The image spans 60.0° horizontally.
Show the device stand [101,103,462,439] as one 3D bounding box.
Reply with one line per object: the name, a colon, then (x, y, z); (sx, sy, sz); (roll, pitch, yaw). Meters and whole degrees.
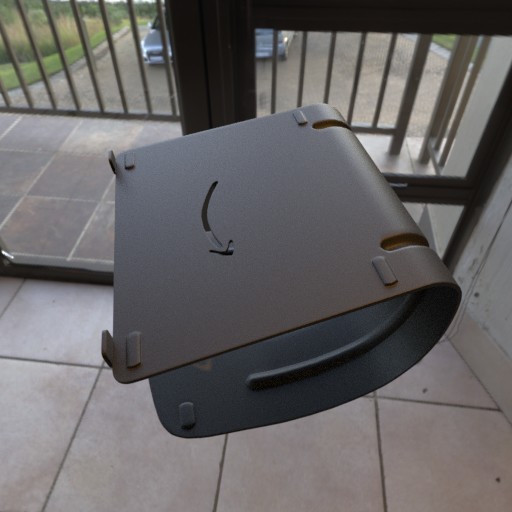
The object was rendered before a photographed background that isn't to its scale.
device stand: (0.000, 0.000, 0.398); (0.236, 0.155, 0.256); (-9, 47, -8)
